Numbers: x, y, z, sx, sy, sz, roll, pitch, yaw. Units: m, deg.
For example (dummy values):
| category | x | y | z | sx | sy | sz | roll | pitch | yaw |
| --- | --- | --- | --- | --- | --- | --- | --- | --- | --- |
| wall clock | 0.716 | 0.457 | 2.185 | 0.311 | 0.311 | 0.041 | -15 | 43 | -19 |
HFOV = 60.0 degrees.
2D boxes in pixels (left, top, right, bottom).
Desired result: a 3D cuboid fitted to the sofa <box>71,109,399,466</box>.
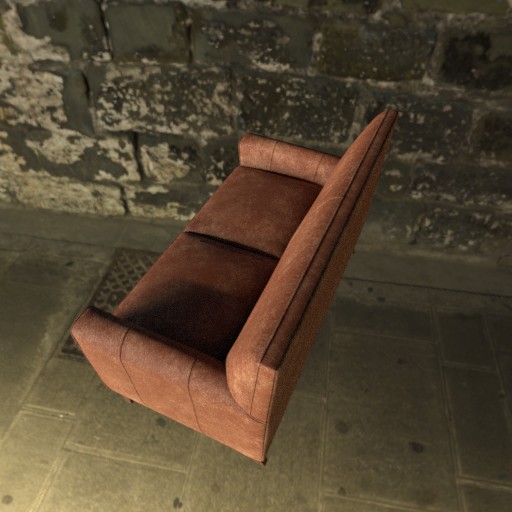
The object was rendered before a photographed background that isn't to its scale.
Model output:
| category | x | y | z | sx | sy | sz | roll | pitch | yaw |
| --- | --- | --- | --- | --- | --- | --- | --- | --- | --- |
| sofa | 0.000 | 0.000 | 1.980 | 0.787 | 0.871 | 1.473 | 18 | 48 | 17 |
